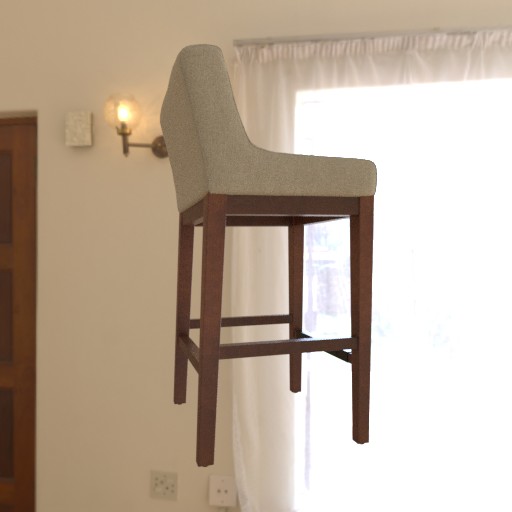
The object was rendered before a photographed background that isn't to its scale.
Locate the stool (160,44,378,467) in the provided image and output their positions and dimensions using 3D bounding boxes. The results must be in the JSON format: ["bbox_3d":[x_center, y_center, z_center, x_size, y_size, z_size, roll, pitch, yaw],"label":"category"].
[{"bbox_3d":[0.000,0.000,1.250,0.500,0.937,0.511,0,0,-17],"label":"stool"}]
